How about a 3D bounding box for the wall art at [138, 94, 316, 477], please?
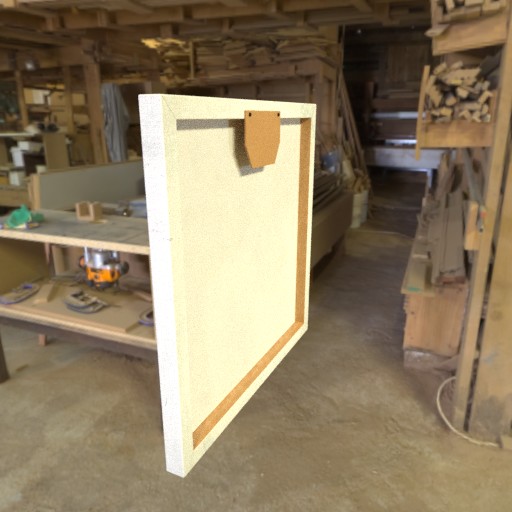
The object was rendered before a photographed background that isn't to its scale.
[{"bbox_3d":[0.000,0.000,0.915,0.044,0.605,0.605,8,19,25],"label":"wall art"}]
